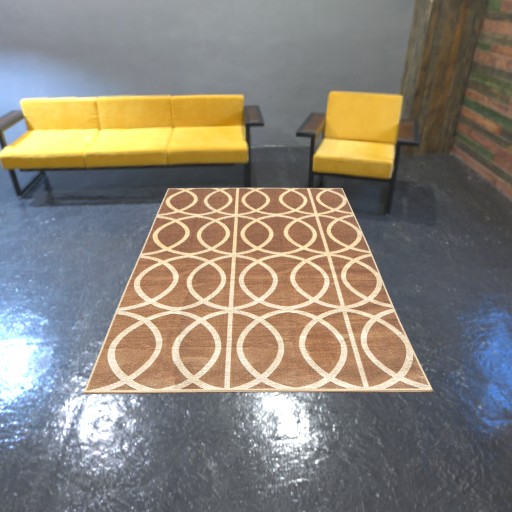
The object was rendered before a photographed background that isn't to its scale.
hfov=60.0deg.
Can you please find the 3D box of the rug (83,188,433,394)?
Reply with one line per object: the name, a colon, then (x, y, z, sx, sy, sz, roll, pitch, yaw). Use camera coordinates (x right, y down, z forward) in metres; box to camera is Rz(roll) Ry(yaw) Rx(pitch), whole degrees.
rug: (0.000, 0.000, 2.894, 1.528, 0.014, 2.294, 0, 31, 0)
